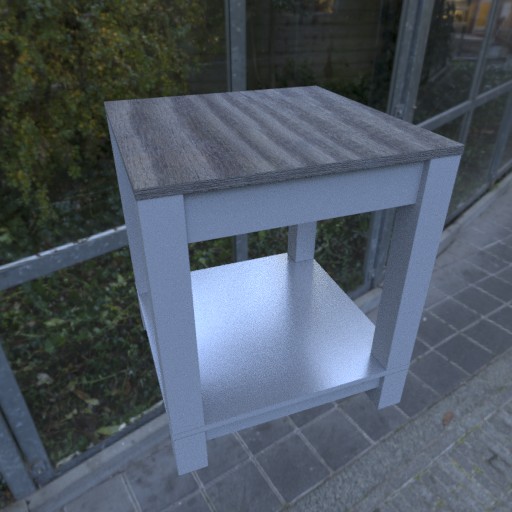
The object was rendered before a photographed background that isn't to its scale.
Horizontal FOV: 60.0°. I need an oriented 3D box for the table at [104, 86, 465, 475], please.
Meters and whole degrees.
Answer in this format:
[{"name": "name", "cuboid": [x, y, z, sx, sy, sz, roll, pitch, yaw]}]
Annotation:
[{"name": "table", "cuboid": [0.000, 0.000, 0.969, 0.504, 0.587, 0.506, -11, 33, -17]}]
